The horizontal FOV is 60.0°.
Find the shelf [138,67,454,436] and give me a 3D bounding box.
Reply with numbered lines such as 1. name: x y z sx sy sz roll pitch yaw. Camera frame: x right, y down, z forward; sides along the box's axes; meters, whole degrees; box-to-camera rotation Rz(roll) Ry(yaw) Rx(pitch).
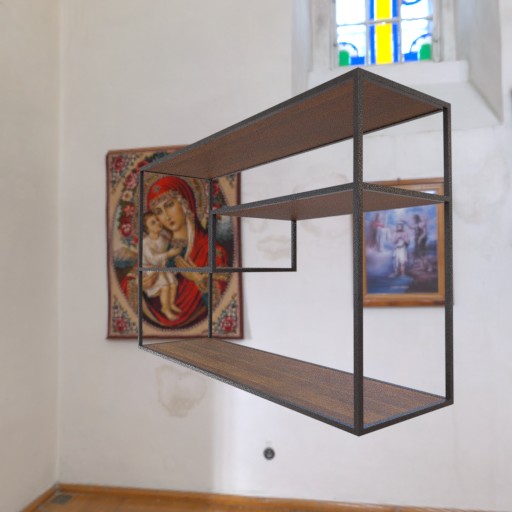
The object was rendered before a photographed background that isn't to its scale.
1. shelf: 0.000 0.000 1.505 0.361 0.765 1.201 1 -1 -36
